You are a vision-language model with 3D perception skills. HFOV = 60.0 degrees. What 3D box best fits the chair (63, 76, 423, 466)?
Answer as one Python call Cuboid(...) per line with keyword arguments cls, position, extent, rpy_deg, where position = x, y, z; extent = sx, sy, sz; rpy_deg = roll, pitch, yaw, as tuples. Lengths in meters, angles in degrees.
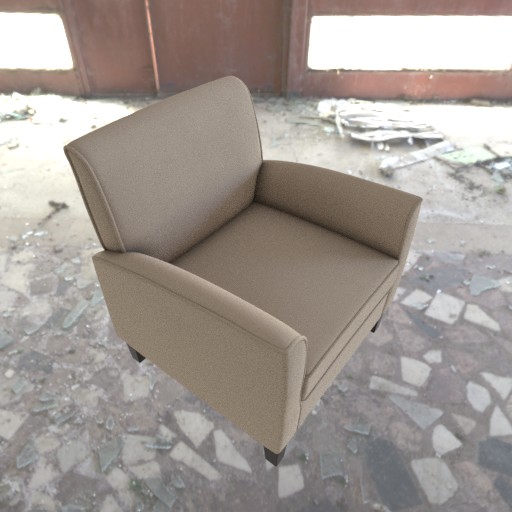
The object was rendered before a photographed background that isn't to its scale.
Cuboid(cls="chair", position=(0.000, 0.000, 1.545), extent=(0.820, 0.915, 0.820), rpy_deg=(27, 47, 28))
